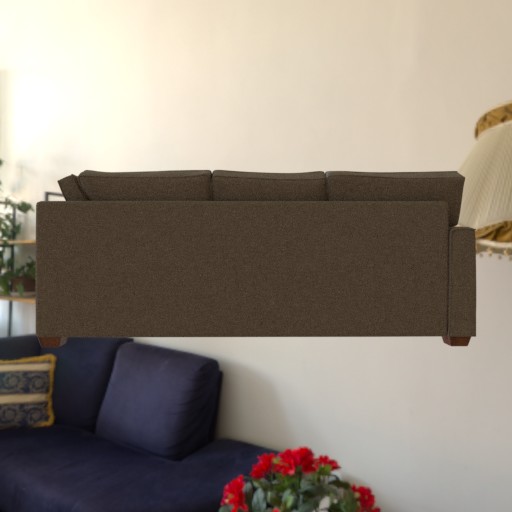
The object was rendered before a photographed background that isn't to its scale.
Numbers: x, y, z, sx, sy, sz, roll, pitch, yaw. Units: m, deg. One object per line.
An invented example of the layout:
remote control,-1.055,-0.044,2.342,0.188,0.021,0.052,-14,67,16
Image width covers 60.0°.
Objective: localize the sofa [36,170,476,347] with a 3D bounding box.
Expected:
sofa,0.000,0.000,2.824,2.317,0.962,1.061,0,0,-1
